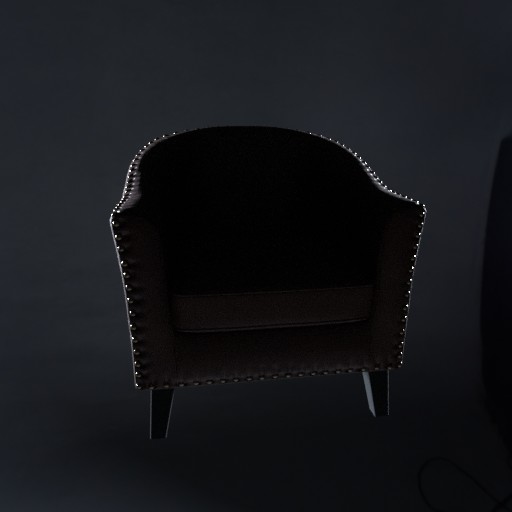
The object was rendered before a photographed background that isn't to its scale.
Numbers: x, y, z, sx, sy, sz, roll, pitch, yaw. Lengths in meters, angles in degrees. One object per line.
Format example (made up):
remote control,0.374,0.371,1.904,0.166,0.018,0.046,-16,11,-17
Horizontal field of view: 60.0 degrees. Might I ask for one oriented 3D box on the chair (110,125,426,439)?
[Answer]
chair,0.000,0.000,1.460,0.794,0.823,0.748,-2,17,-8
